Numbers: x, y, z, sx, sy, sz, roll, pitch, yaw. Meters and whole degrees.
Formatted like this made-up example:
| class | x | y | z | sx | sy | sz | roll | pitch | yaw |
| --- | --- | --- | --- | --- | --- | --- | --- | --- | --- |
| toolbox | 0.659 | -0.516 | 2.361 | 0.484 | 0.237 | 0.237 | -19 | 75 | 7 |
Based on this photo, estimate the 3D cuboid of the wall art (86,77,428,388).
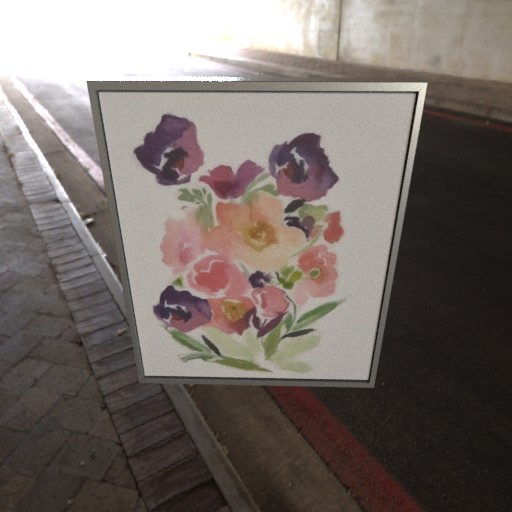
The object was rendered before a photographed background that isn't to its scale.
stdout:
| class | x | y | z | sx | sy | sz | roll | pitch | yaw |
| --- | --- | --- | --- | --- | --- | --- | --- | --- | --- |
| wall art | 0.000 | 0.000 | 0.735 | 0.452 | 0.549 | 0.038 | 1 | 29 | 1 |
